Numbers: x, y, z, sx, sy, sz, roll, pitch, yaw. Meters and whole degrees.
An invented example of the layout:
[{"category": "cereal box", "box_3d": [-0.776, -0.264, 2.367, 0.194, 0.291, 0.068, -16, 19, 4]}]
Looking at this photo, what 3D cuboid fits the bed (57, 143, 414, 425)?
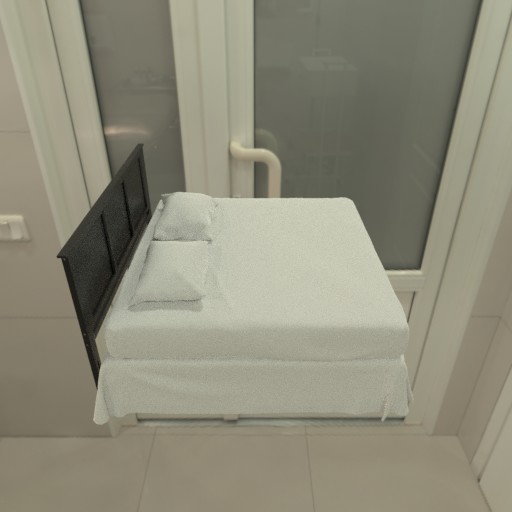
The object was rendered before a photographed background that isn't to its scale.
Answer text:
[{"category": "bed", "box_3d": [0.000, 0.000, 3.644, 2.219, 1.271, 2.315, 0, 32, 0]}]
